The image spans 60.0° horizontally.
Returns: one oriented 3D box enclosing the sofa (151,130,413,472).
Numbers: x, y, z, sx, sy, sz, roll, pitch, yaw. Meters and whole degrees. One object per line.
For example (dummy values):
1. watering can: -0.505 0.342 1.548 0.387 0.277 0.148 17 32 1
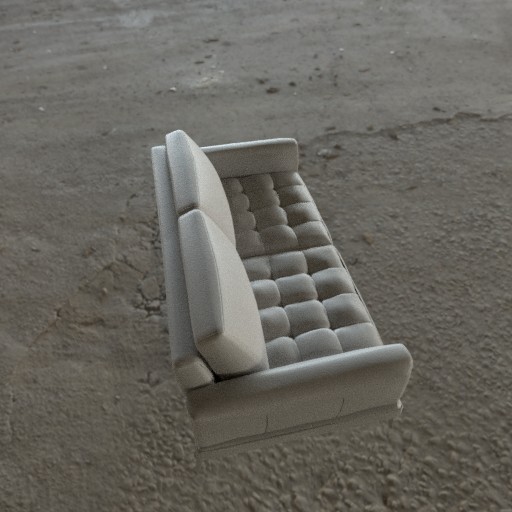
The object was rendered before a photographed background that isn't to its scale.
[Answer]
1. sofa: 0.000 0.000 2.796 1.121 0.930 2.177 -9 46 -9
